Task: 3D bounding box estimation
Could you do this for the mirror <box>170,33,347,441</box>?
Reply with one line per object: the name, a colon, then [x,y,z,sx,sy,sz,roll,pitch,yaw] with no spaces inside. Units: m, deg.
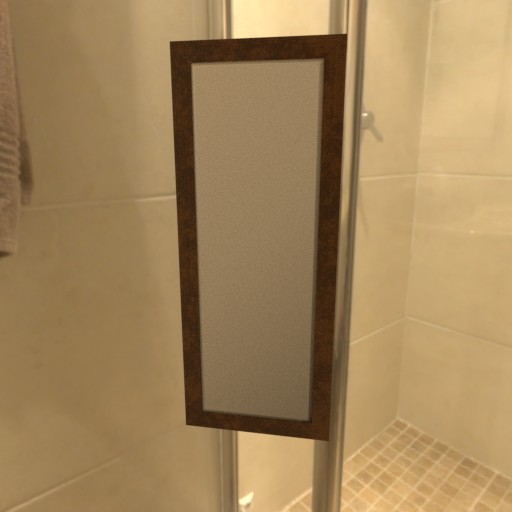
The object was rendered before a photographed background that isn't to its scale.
mirror: [0.000,0.000,2.252,0.812,2.031,0.032,2,14,10]
